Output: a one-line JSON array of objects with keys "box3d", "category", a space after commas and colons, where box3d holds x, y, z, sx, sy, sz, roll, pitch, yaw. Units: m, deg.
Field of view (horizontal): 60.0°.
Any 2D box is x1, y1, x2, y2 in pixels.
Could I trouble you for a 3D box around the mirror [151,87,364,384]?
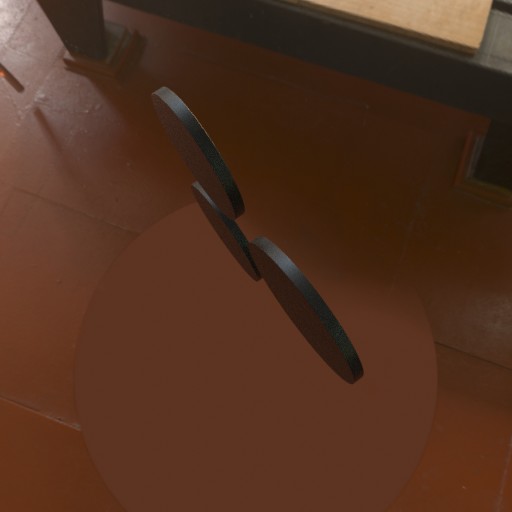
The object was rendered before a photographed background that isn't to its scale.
[{"box3d": [0.000, 0.000, 3.272, 0.076, 2.096, 2.160, -35, 79, -8], "category": "mirror"}]
